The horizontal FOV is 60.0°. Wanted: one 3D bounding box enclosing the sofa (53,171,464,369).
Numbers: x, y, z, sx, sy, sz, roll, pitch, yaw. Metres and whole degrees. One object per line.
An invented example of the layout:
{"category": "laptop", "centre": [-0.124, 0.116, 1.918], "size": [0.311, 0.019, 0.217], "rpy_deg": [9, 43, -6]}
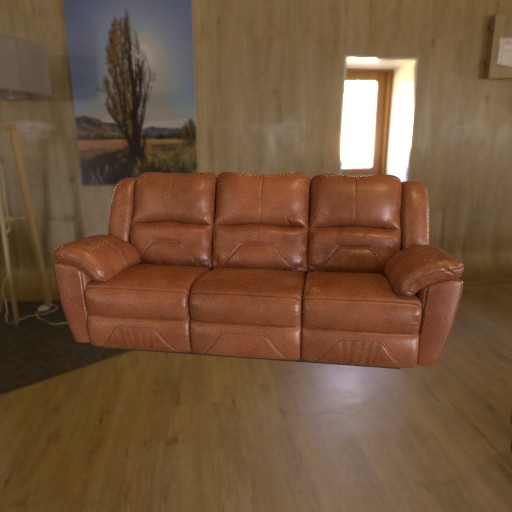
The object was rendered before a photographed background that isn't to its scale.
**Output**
{"category": "sofa", "centre": [0.000, 0.000, 2.903], "size": [2.337, 1.043, 0.991], "rpy_deg": [2, 15, 8]}
